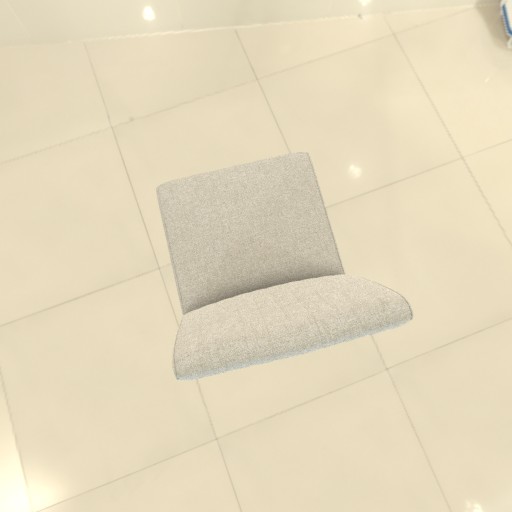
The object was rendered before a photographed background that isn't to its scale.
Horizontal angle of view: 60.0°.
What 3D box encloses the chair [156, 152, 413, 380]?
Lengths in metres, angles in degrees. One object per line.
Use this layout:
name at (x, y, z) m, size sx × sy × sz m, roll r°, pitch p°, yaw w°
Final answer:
chair at (0.000, 0.000, 1.232) m, size 0.480 × 0.900 × 0.594 m, roll -14°, pitch 75°, yaw -4°
